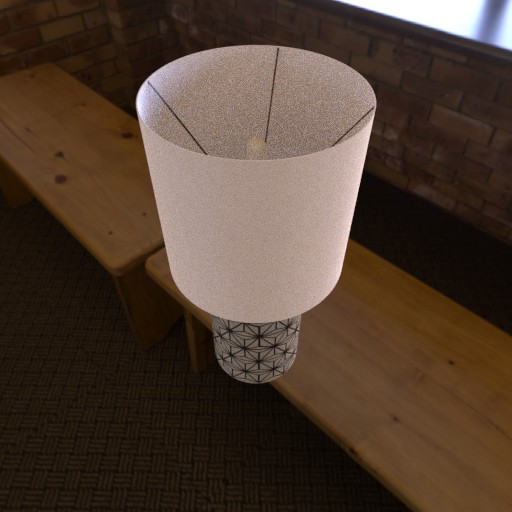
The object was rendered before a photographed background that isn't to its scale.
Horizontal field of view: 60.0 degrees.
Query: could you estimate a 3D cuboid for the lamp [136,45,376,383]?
[{"bbox_3d":[0.000,0.000,0.538,0.206,0.416,0.206,10,47,9],"label":"lamp"}]
